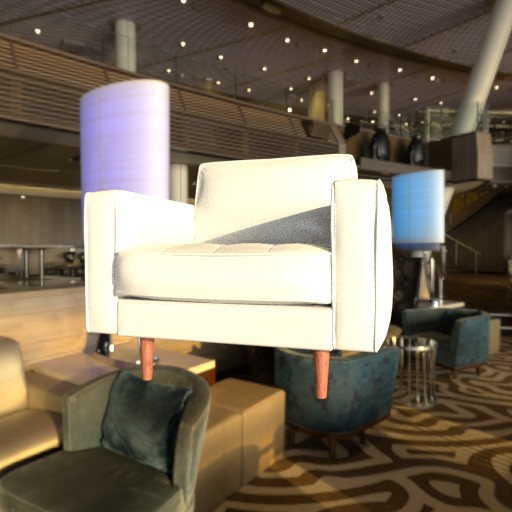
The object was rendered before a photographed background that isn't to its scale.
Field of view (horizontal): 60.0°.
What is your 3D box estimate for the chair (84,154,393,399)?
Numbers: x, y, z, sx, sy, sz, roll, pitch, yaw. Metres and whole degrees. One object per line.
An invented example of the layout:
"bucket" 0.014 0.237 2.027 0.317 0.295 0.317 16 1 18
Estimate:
"chair" 0.000 0.000 1.570 0.928 0.773 0.843 0 1 18
